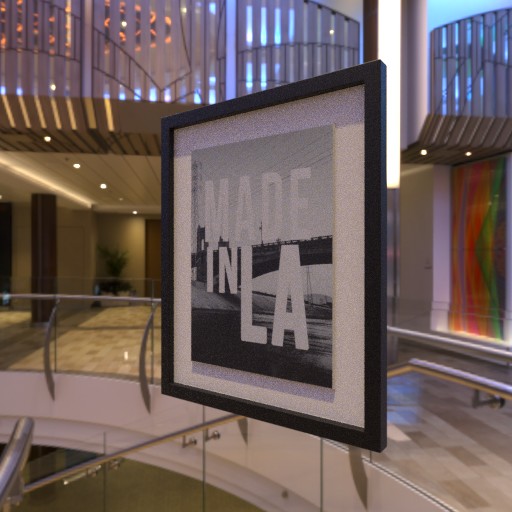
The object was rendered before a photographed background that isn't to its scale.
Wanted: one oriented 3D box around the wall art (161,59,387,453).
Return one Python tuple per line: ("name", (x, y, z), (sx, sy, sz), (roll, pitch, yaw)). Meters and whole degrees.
("wall art", (0.000, 0.000, 0.773), (0.457, 0.559, 0.028), (0, 0, 36))
